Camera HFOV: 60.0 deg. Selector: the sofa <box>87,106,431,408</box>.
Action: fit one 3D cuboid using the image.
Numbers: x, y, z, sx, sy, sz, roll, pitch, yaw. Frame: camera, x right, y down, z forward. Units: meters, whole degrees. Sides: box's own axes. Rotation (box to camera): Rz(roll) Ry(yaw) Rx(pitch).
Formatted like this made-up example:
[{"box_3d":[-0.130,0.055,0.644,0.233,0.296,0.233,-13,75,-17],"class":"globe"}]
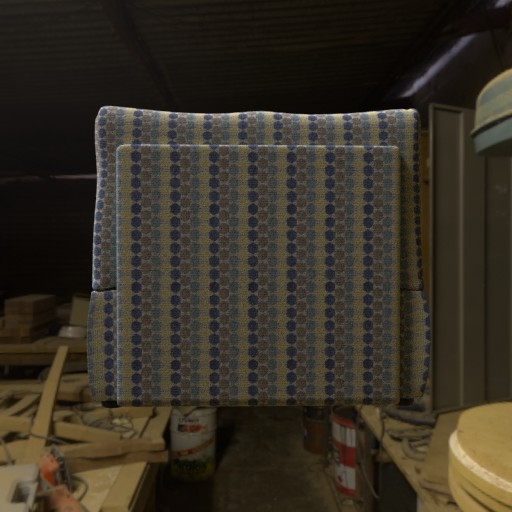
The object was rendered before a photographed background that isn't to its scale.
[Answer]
[{"box_3d":[0.000,0.000,1.672,0.930,0.830,1.000,0,0,-1],"class":"sofa"}]
